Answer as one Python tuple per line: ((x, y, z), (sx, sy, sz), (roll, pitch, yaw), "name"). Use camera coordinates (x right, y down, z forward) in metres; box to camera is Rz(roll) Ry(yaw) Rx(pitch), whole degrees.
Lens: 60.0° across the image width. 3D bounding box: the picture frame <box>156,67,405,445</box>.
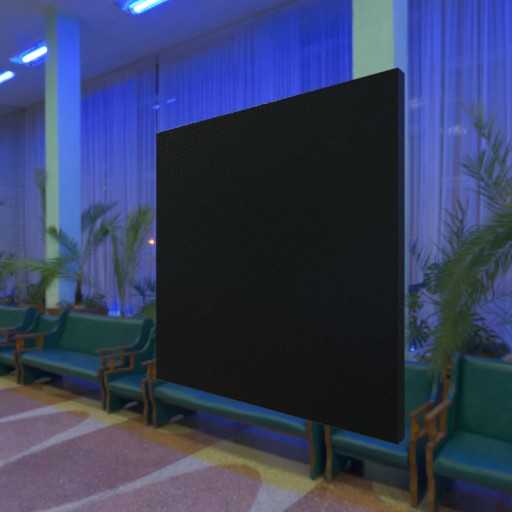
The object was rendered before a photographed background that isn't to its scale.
((0.000, 0.000, 0.840), (0.559, 0.557, 0.029), (0, 0, 39), "picture frame")
